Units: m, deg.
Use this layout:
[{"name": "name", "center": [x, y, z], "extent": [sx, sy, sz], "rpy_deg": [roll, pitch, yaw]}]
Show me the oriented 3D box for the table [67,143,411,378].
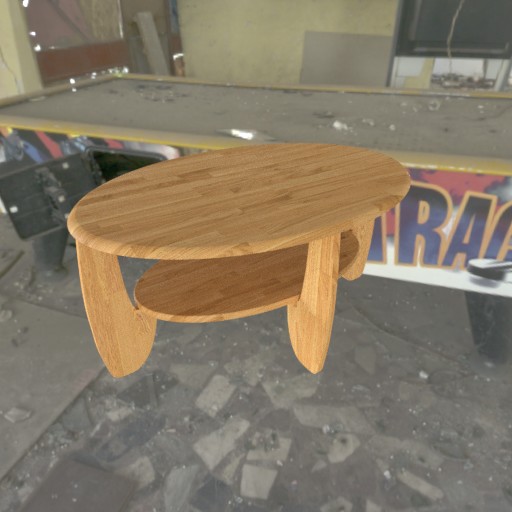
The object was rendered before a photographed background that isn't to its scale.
[{"name": "table", "center": [0.000, 0.000, 1.383], "extent": [1.040, 0.490, 0.690], "rpy_deg": [-19, 35, -29]}]
